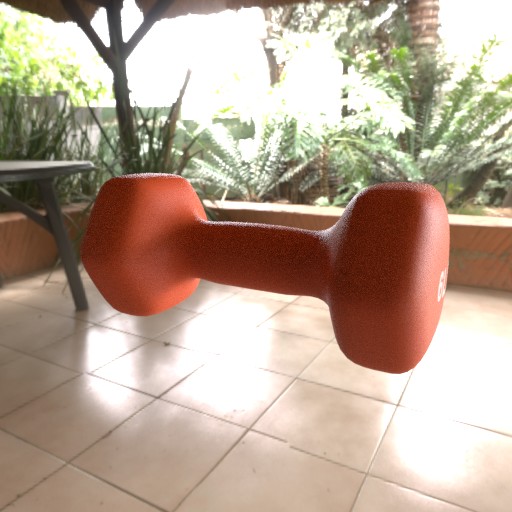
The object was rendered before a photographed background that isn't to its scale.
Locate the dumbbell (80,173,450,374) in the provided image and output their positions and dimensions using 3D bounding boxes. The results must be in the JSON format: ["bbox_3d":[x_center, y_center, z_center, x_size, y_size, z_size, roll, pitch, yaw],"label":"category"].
[{"bbox_3d":[0.000,0.000,0.205,0.162,0.071,0.079,7,16,27],"label":"dumbbell"}]
